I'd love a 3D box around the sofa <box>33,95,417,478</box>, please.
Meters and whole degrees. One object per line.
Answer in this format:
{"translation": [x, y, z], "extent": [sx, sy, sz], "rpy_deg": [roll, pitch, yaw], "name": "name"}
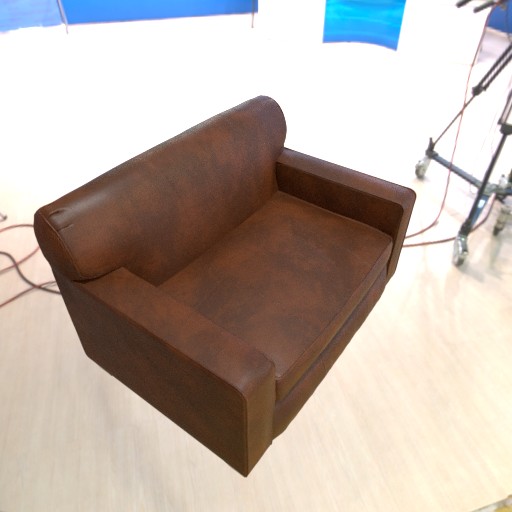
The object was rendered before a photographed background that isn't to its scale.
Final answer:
{"translation": [0.000, 0.000, 2.018], "extent": [1.000, 0.956, 1.413], "rpy_deg": [26, 47, 27], "name": "sofa"}
